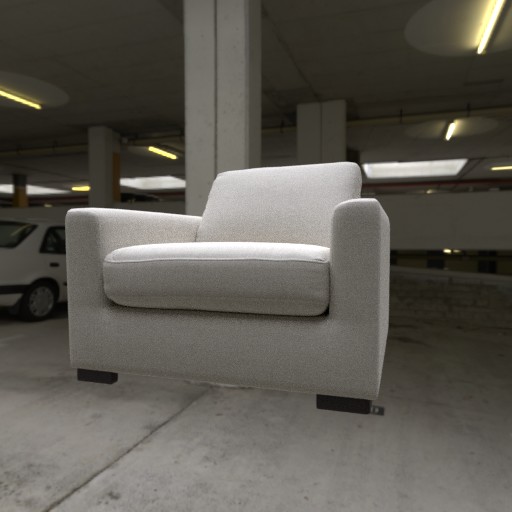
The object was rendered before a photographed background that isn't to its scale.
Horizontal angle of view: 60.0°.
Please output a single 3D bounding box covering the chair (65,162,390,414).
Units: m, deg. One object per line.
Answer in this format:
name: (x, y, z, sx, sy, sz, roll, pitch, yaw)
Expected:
chair: (0.000, 0.000, 1.890, 1.070, 0.876, 1.100, 1, 2, 18)
